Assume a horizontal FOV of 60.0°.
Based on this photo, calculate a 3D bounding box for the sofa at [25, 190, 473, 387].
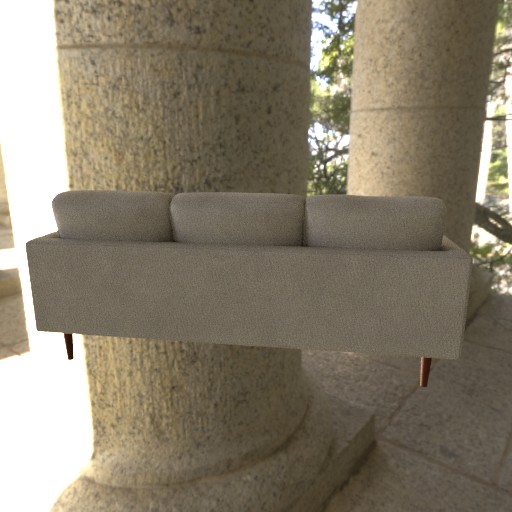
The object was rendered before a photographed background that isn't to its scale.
[{"bbox_3d":[0.000,0.000,2.917,2.233,0.956,1.504,2,15,8],"label":"sofa"}]
